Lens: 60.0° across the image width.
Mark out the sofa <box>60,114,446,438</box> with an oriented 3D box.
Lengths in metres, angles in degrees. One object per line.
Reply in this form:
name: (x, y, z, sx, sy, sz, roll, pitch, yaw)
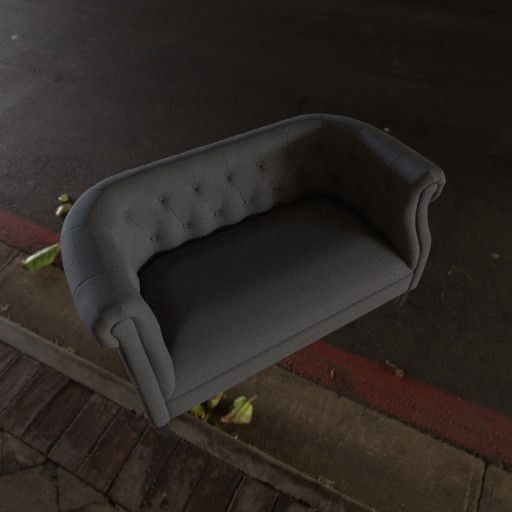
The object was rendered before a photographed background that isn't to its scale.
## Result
sofa: (0.000, 0.000, 2.051, 1.558, 0.827, 0.835, -24, 51, -20)
